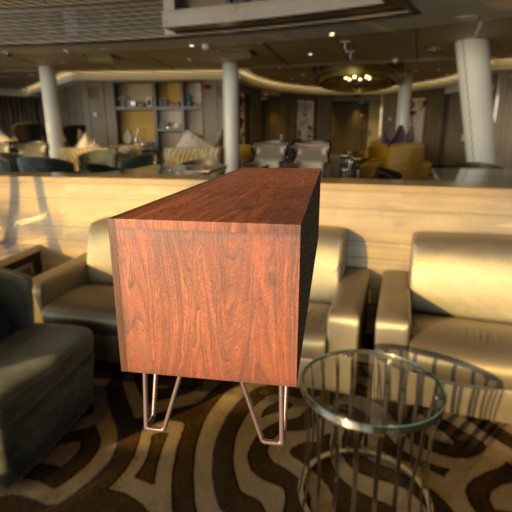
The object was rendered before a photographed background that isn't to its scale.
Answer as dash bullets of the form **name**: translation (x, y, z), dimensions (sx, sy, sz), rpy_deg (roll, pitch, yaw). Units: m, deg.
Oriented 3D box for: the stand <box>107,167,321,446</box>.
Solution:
- **stand**: translation (0.000, 0.000, 1.869), dimensions (0.481, 0.610, 1.626), rpy_deg (3, 16, 9)
